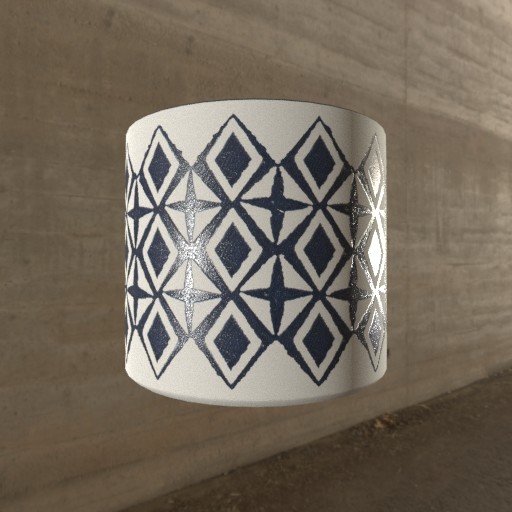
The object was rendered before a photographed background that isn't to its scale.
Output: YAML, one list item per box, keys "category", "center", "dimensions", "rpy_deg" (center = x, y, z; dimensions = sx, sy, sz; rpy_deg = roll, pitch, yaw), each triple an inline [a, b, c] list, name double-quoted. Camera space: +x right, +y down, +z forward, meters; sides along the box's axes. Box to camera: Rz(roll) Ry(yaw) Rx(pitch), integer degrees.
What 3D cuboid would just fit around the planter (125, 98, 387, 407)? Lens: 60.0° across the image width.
- category: "planter"
  center: [0.000, 0.000, 0.281]
  dimensions: [0.159, 0.144, 0.159]
  rpy_deg: [0, 0, 0]
